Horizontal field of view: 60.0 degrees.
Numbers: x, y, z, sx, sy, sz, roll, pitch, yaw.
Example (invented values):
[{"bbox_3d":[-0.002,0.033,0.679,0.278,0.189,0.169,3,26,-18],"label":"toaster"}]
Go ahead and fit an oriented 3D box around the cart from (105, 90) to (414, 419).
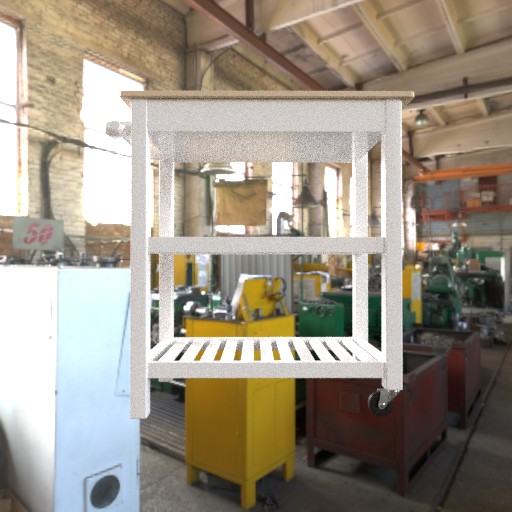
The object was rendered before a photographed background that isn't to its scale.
[{"bbox_3d":[0.000,0.000,1.472,0.899,0.927,0.457,0,-1,0],"label":"cart"}]
